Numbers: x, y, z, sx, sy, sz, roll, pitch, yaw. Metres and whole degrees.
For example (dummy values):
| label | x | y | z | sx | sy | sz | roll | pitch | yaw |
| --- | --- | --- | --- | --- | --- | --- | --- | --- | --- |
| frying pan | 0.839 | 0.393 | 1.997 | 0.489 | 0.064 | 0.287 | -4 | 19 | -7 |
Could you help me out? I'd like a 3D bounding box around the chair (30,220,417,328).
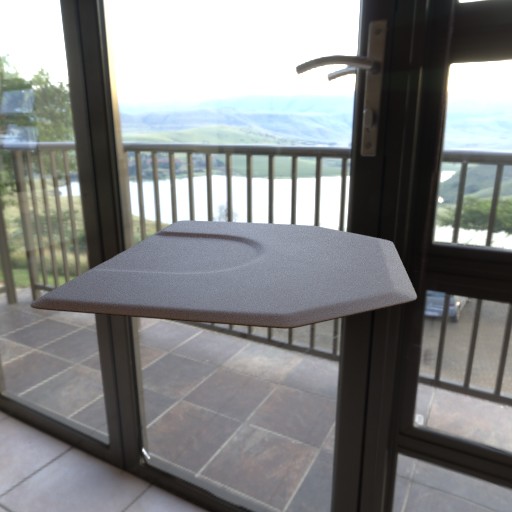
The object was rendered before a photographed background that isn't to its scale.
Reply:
| label | x | y | z | sx | sy | sz | roll | pitch | yaw |
| --- | --- | --- | --- | --- | --- | --- | --- | --- | --- |
| chair | 0.000 | 0.000 | 1.913 | 1.219 | 0.024 | 1.372 | 3 | 16 | 10 |
